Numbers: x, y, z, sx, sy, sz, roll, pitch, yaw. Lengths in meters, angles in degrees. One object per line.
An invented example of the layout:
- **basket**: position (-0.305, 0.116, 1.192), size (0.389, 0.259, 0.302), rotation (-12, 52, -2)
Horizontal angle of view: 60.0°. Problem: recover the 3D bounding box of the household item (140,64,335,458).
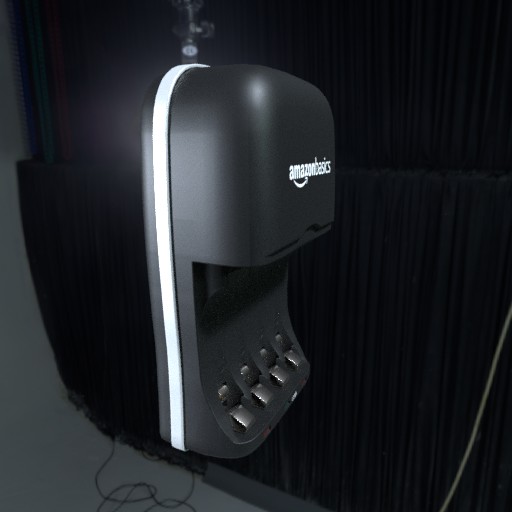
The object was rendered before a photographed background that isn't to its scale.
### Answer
- **household item**: position (0.000, 0.000, 0.146), size (0.038, 0.114, 0.070), rotation (7, 16, 25)
